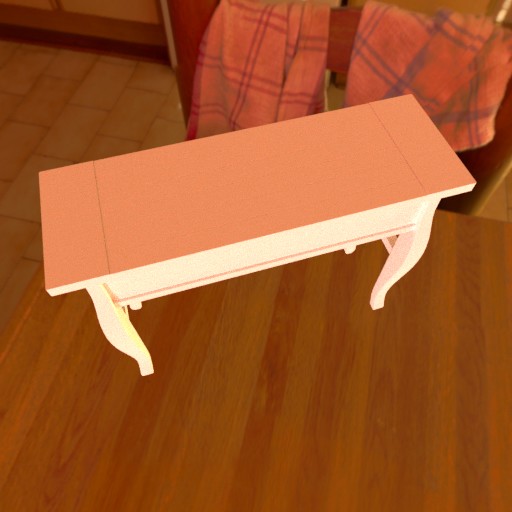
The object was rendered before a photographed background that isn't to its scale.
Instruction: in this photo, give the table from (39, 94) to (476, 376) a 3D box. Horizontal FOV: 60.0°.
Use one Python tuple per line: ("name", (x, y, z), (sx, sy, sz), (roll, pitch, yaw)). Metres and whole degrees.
("table", (0.000, 0.000, 1.460), (1.062, 0.768, 0.373), (-14, 60, -9))
